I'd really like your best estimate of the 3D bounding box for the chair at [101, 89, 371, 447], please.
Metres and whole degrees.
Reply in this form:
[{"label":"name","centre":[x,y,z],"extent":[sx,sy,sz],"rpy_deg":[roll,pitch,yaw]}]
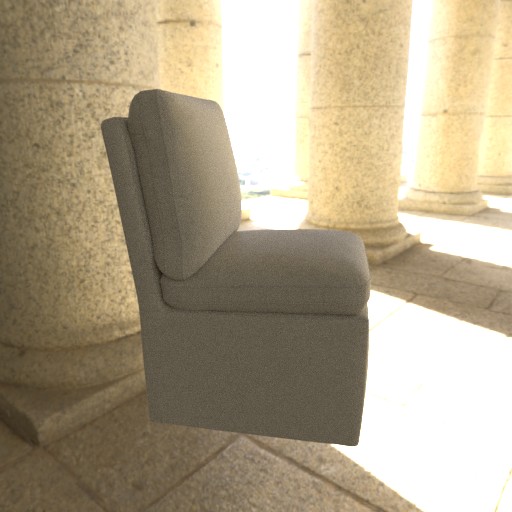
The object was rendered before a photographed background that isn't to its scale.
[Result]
[{"label":"chair","centre":[0.000,0.000,1.350],"extent":[0.698,0.927,0.503],"rpy_deg":[3,16,10]}]
